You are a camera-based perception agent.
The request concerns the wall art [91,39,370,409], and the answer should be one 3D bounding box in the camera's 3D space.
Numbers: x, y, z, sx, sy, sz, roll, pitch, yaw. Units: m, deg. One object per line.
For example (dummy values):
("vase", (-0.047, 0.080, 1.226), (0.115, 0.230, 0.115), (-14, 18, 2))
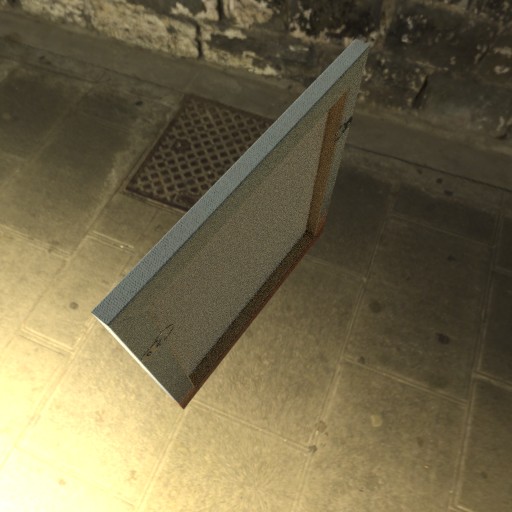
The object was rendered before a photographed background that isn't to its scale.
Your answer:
("wall art", (0.000, 0.000, 0.893), (0.034, 0.605, 0.605), (33, 67, 16))
